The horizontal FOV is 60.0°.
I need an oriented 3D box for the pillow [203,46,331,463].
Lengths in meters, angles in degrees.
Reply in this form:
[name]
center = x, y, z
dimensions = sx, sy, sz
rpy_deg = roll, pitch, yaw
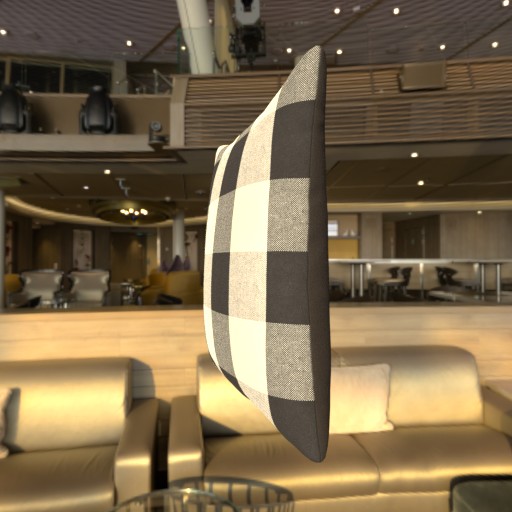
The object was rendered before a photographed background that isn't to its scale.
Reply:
[pillow]
center = 0.000, 0.000, 0.777
dimensions = 0.161, 0.509, 0.511
rpy_deg = 0, -1, -18
